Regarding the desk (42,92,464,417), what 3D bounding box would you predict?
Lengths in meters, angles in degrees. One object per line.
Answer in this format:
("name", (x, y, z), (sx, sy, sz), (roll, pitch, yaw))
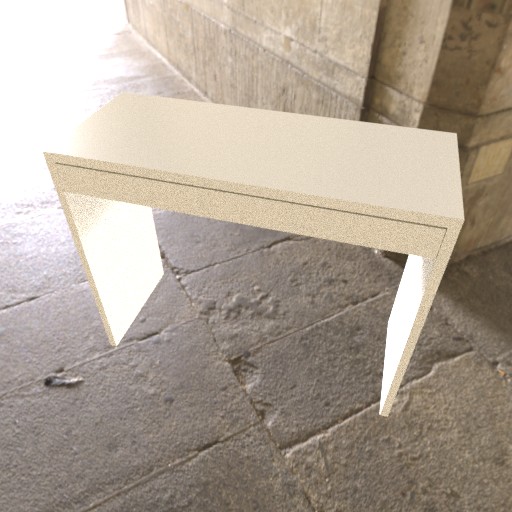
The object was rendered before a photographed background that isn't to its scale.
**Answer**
("desk", (0.000, 0.000, 1.410), (1.000, 0.790, 0.400), (11, 43, 12))
